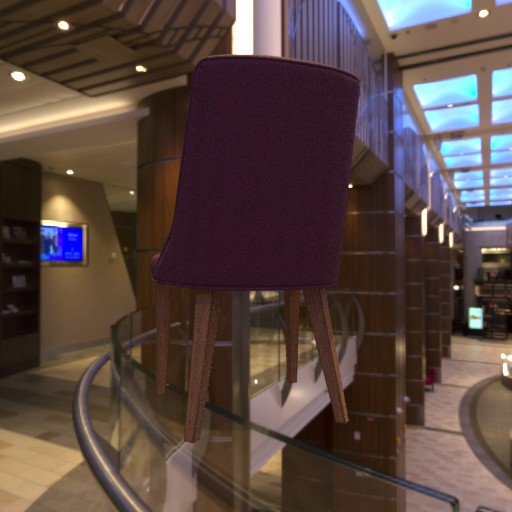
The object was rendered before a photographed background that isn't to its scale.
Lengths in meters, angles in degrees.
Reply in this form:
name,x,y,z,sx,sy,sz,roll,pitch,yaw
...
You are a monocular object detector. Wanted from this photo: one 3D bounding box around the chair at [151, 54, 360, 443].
name,x,y,z,sx,sy,sz,roll,pitch,yaw
chair,0.000,0.000,1.288,0.548,0.916,0.638,0,-1,-18
